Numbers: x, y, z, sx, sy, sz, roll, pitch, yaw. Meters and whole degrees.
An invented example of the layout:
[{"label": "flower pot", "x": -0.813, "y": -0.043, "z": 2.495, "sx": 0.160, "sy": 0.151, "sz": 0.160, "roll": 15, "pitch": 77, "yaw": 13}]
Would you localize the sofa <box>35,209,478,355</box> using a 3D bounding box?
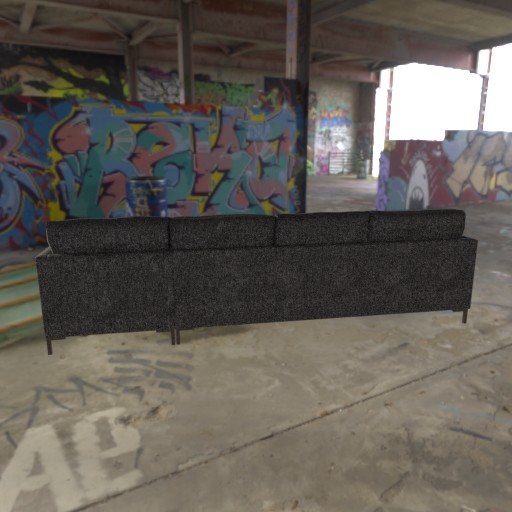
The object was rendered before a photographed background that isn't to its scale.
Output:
[{"label": "sofa", "x": 0.000, "y": 0.000, "z": 4.050, "sx": 3.384, "sy": 0.970, "sz": 1.488, "roll": -2, "pitch": 14, "yaw": -10}]
